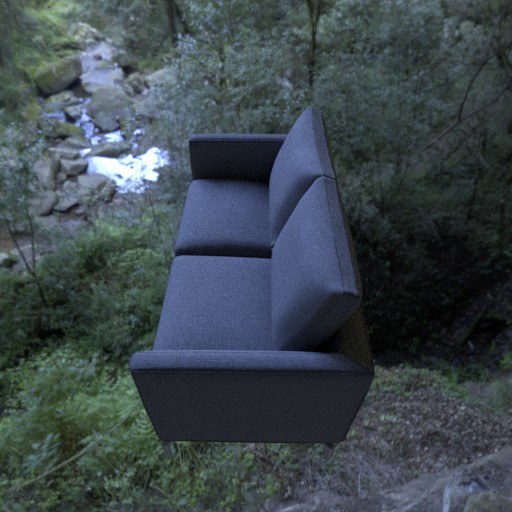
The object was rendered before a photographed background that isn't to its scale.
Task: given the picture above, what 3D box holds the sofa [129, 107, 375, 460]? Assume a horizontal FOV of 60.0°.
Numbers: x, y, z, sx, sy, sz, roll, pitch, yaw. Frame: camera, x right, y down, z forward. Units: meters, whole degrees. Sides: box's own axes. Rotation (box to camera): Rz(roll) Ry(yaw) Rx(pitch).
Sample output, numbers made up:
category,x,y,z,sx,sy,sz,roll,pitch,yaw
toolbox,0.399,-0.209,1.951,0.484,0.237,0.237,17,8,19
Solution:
category,x,y,z,sx,sy,sz,roll,pitch,yaw
sofa,0.000,0.000,2.134,0.803,0.924,1.594,1,43,1
